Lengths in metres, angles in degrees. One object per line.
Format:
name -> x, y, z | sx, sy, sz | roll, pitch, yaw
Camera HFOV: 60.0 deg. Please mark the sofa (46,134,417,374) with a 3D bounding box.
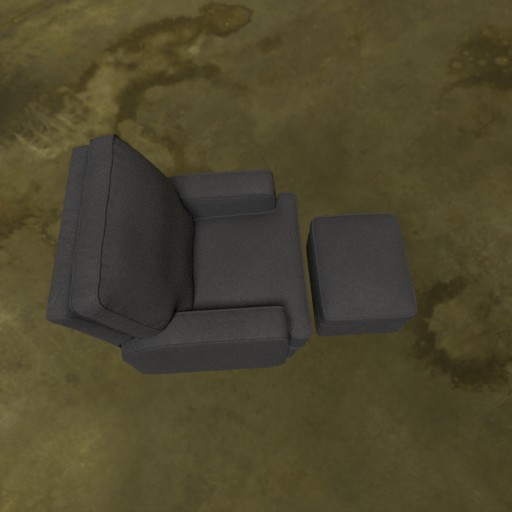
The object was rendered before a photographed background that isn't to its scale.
sofa -> 0.000, 0.000, 1.999 | 1.472, 0.959, 0.861 | -3, 64, -1
